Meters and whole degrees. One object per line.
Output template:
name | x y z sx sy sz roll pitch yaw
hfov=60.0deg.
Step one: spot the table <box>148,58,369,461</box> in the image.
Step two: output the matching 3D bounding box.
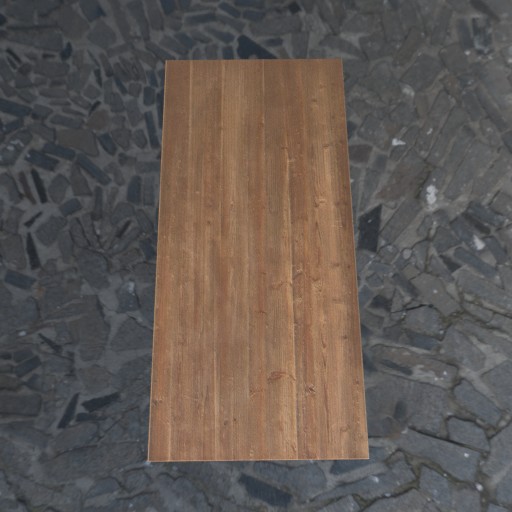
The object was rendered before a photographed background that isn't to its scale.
table | 0.000 0.000 2.517 0.952 0.760 2.003 -1 76 0
